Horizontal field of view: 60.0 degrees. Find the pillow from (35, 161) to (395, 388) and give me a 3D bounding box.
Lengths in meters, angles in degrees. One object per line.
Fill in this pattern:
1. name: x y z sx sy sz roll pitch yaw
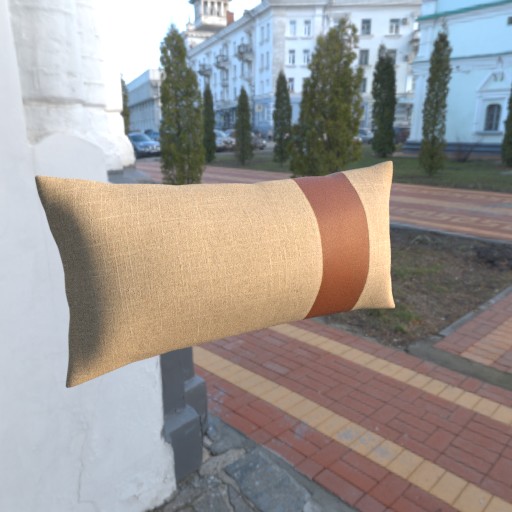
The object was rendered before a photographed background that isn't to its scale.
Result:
1. pillow: 0.000 0.000 0.720 0.612 0.282 0.155 -8 18 -27
